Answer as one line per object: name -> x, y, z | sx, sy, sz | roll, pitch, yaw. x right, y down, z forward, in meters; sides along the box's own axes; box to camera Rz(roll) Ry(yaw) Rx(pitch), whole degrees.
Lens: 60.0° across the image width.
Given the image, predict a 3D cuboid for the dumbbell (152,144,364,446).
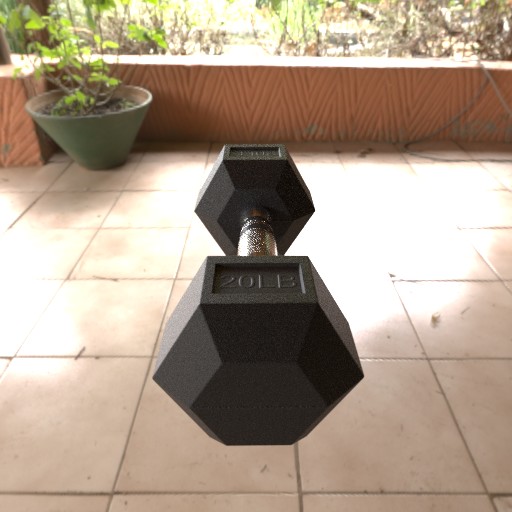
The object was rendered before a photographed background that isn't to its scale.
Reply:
dumbbell -> 0.000, 0.000, 0.352 | 0.116, 0.101, 0.297 | 0, 31, -1
